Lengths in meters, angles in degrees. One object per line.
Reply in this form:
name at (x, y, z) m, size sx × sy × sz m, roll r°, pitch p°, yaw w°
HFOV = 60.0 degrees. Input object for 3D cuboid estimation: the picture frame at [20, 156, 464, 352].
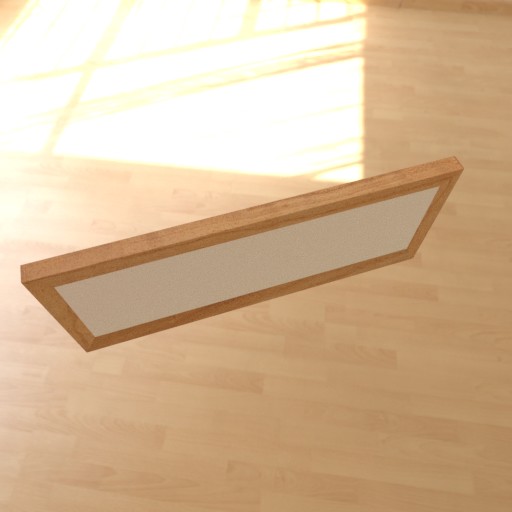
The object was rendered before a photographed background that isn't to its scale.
picture frame at (0.000, 0.000, 0.668) m, size 0.582 × 0.234 × 0.045 m, roll -15°, pitch 59°, yaw -9°
